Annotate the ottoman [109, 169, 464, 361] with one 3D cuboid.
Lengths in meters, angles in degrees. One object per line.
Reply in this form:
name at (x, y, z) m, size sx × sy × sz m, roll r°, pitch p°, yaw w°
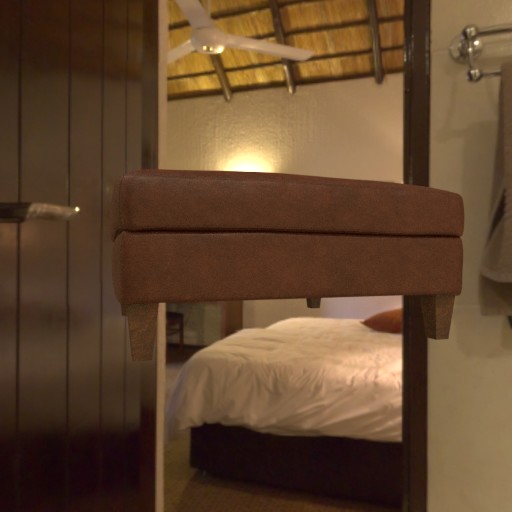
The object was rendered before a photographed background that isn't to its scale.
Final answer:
ottoman at (0.000, 0.000, 1.337) m, size 0.844 × 0.415 × 0.836 m, roll 0°, pitch 0°, yaw -18°
